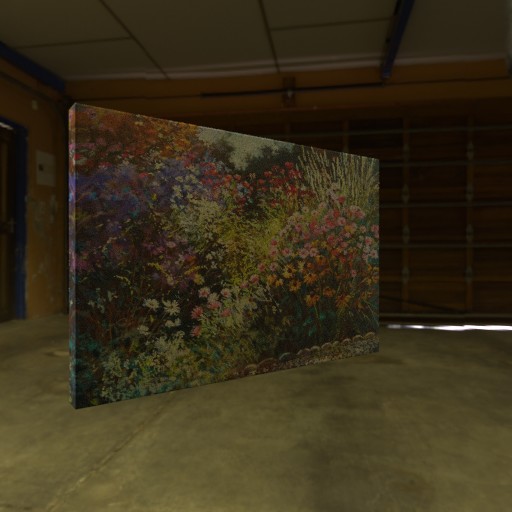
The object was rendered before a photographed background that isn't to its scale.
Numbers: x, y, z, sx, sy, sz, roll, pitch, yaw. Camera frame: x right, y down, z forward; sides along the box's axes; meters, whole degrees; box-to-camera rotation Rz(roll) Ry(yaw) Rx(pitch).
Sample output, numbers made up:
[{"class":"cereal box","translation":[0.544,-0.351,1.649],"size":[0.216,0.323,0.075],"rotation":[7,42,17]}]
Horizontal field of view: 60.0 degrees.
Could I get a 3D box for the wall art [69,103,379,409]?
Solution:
[{"class":"wall art","translation":[0.000,0.000,0.777],"size":[0.610,0.406,0.037],"rotation":[0,0,-35]}]
